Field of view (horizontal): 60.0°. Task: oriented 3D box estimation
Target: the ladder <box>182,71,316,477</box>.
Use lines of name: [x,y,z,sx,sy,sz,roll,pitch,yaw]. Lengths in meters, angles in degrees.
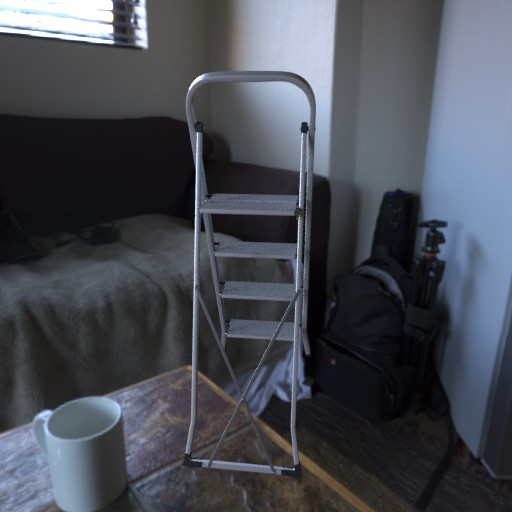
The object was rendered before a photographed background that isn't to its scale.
ladder: [0.000,0.000,1.706,0.465,1.290,0.830,2,18,7]
